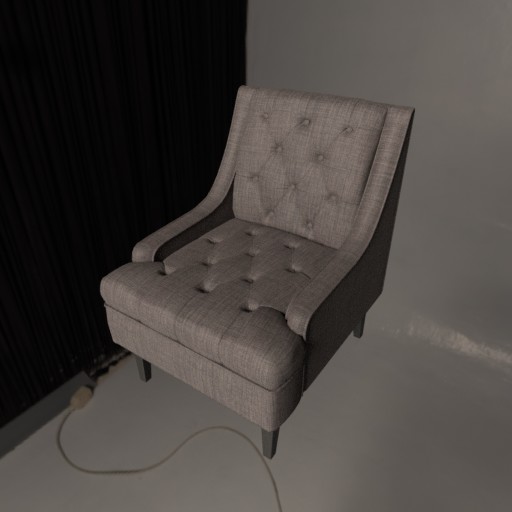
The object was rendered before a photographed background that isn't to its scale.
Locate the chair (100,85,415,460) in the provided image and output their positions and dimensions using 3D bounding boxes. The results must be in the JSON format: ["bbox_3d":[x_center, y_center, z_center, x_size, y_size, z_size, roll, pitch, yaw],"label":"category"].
[{"bbox_3d":[0.000,0.000,1.419,0.655,0.891,0.771,20,36,29],"label":"chair"}]
